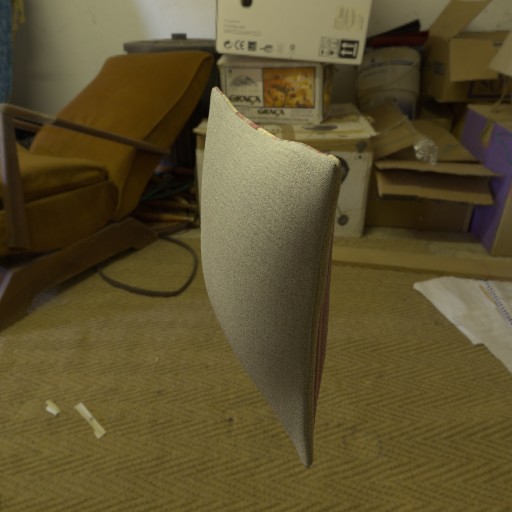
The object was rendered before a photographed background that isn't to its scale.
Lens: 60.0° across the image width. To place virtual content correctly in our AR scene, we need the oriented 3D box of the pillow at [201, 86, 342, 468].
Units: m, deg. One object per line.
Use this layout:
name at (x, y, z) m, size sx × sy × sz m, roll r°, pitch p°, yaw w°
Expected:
pillow at (0.000, 0.000, 0.659) m, size 0.136 × 0.419 × 0.437 m, roll -10°, pitch 31°, yaw -17°
